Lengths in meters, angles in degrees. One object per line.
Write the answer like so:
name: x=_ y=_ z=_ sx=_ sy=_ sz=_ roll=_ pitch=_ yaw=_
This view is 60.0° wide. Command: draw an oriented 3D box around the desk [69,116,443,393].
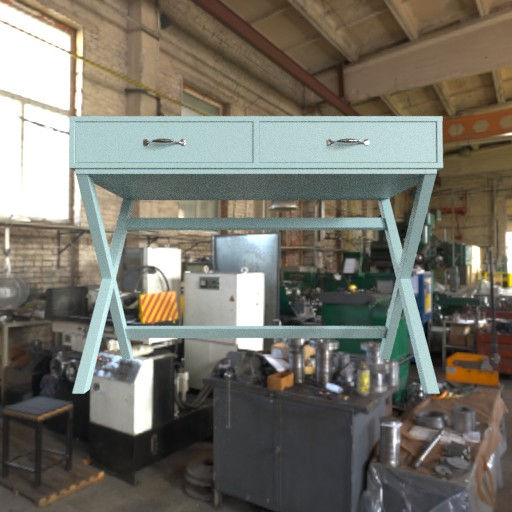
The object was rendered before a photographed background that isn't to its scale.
desk: x=0.000 y=0.000 z=1.488 sx=1.057 sy=0.780 sz=0.525 roll=0 pitch=-1 yaw=0
